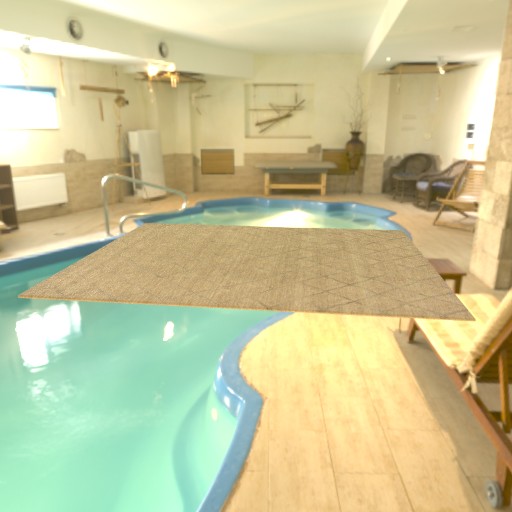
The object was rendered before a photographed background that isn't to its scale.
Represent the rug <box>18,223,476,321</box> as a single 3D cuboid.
[{"bbox_3d":[0.000,0.000,4.055,3.038,0.019,2.420,2,17,7],"label":"rug"}]
